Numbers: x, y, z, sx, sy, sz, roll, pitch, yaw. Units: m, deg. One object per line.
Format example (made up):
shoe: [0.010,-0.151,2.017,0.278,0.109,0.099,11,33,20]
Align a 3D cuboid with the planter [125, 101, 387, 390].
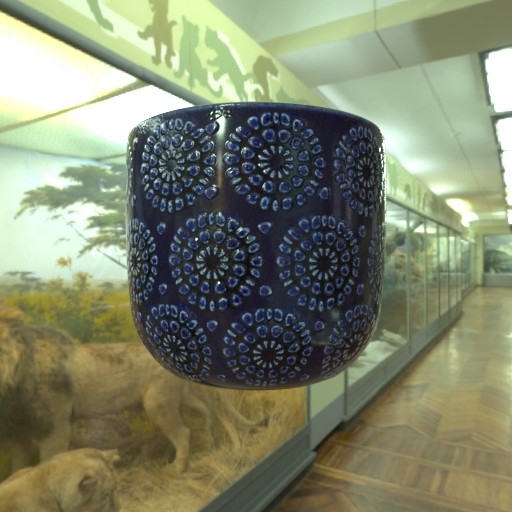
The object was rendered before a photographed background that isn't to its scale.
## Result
planter: [0.000,0.000,0.293,0.165,0.149,0.165,0,0,0]
